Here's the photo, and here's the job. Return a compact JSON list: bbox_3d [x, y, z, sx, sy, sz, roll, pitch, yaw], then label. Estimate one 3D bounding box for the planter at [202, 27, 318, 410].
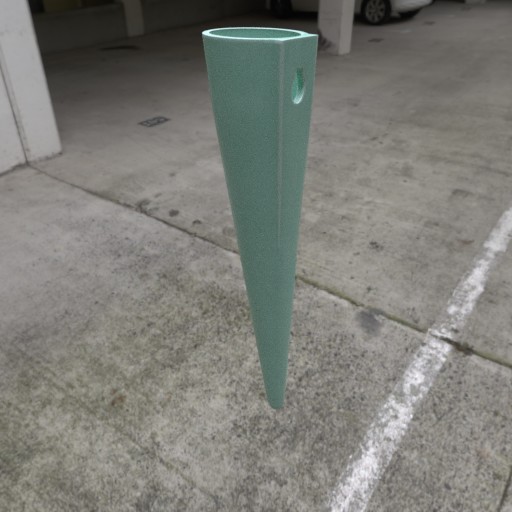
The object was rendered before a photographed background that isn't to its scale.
[{"bbox_3d":[0.000,0.000,0.296,0.055,0.268,0.054,22,38,31],"label":"planter"}]
